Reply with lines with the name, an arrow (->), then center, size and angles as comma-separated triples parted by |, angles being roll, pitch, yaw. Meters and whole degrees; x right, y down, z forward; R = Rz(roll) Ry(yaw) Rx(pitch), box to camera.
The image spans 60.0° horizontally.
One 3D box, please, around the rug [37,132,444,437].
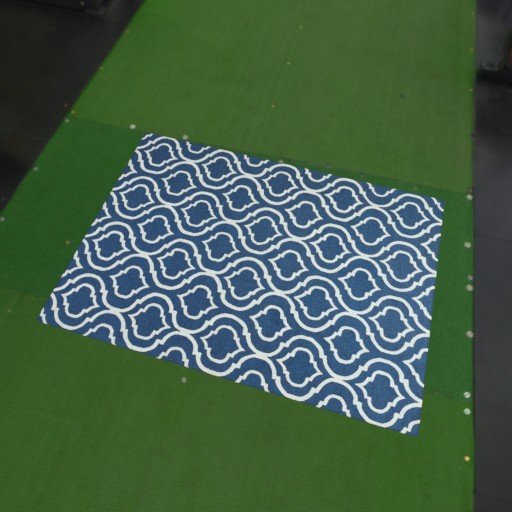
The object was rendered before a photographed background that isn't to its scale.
rug -> 0.000, 0.000, 2.710 | 2.134, 0.010, 1.524 | 15, 61, 8
